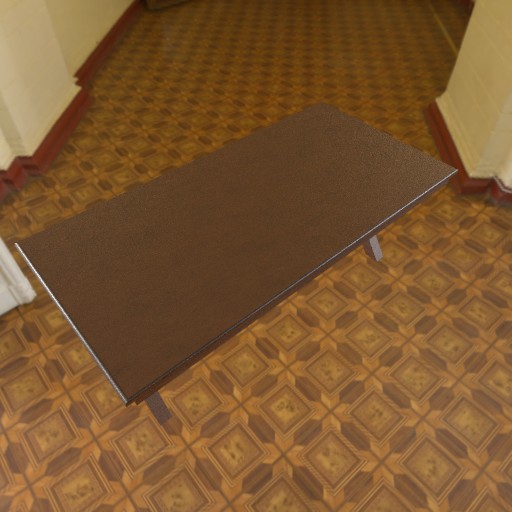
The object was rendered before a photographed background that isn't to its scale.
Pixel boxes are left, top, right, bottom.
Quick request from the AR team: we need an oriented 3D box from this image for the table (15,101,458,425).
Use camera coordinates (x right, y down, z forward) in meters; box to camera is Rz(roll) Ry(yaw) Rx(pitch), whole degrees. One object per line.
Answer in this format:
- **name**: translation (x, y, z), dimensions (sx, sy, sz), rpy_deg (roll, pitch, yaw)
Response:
- **table**: translation (0.000, 0.000, 1.463), dimensions (1.197, 0.459, 0.594), rpy_deg (-32, 55, -27)
